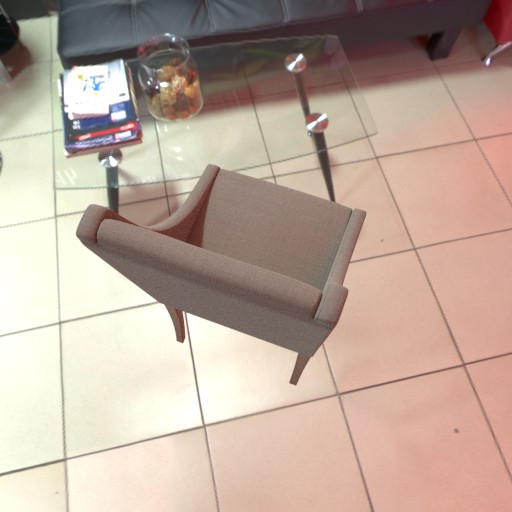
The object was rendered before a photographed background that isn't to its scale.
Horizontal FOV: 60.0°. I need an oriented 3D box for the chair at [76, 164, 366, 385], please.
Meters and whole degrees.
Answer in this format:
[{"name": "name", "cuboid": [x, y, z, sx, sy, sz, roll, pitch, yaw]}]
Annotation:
[{"name": "chair", "cuboid": [0.000, 0.000, 1.377, 0.575, 1.021, 0.611, 18, 66, 9]}]
